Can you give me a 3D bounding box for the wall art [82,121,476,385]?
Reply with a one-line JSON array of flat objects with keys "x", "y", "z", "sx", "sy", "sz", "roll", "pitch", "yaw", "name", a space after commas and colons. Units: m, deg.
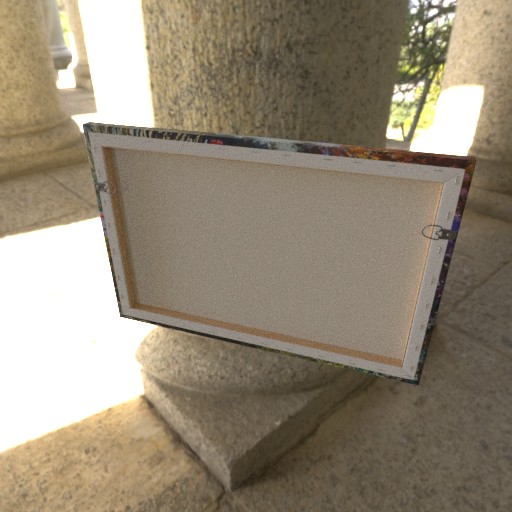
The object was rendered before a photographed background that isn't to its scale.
[{"x": 0.000, "y": 0.000, "z": 1.432, "sx": 1.136, "sy": 0.760, "sz": 0.042, "roll": 10, "pitch": 32, "yaw": 16, "name": "wall art"}]
